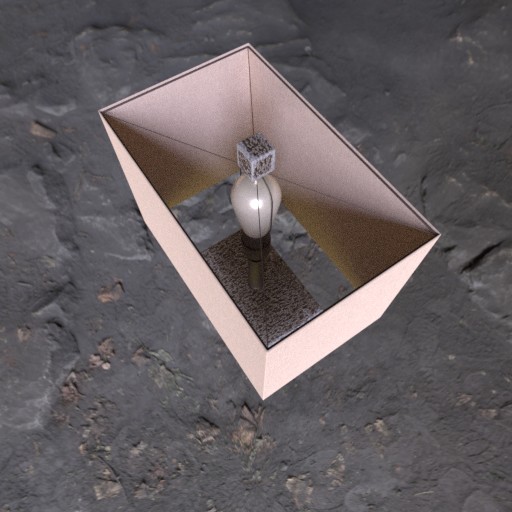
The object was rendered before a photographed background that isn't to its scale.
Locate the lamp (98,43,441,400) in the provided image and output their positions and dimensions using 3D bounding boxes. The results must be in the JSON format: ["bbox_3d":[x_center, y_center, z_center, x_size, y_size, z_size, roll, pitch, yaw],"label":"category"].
[{"bbox_3d":[0.000,0.000,0.565,0.180,0.411,0.294,-31,67,-15],"label":"lamp"}]
